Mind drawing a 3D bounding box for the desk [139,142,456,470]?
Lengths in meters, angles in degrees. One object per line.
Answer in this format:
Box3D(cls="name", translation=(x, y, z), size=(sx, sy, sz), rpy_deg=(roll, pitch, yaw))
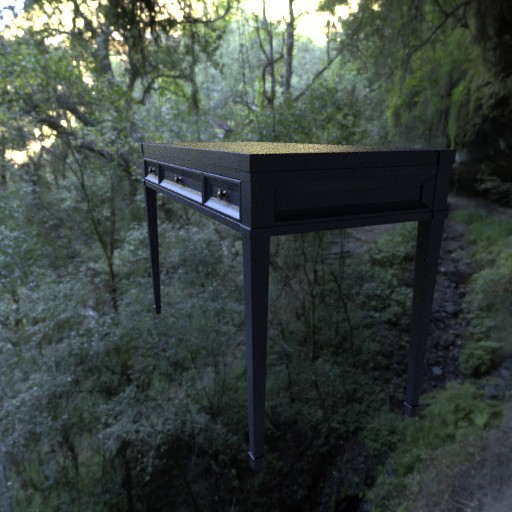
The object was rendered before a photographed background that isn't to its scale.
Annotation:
Box3D(cls="desk", translation=(0.000, 0.000, 1.779), size=(0.630, 0.861, 1.289), rpy_deg=(-7, 17, -24))
